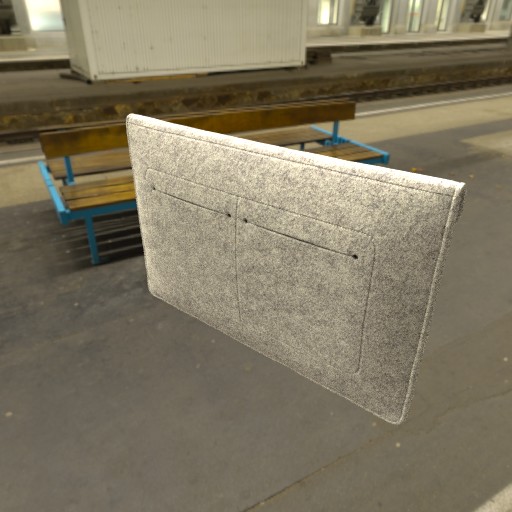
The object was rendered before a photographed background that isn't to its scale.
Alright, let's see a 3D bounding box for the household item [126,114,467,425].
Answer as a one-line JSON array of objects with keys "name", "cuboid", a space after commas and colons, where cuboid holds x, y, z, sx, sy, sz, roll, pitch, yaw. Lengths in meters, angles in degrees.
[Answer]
[{"name": "household item", "cuboid": [0.000, 0.000, 0.423, 0.335, 0.221, 0.057, 21, 36, 33]}]
